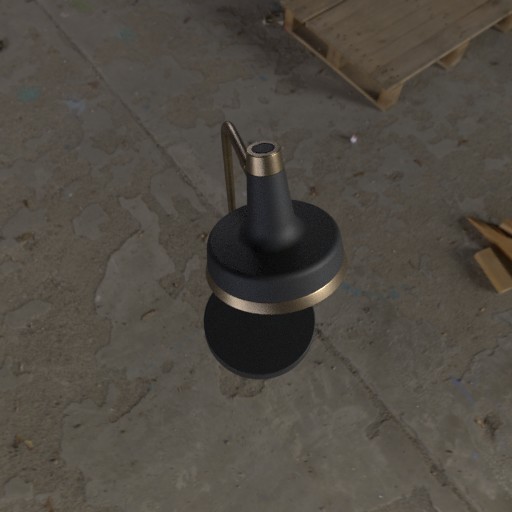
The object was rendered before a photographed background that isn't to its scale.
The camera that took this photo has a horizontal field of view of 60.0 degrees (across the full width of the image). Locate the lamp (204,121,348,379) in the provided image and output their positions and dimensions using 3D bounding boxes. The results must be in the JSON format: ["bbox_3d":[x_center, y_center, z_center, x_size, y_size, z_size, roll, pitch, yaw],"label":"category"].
[{"bbox_3d":[0.000,0.000,0.486,0.162,0.385,0.218,-16,65,-8],"label":"lamp"}]
